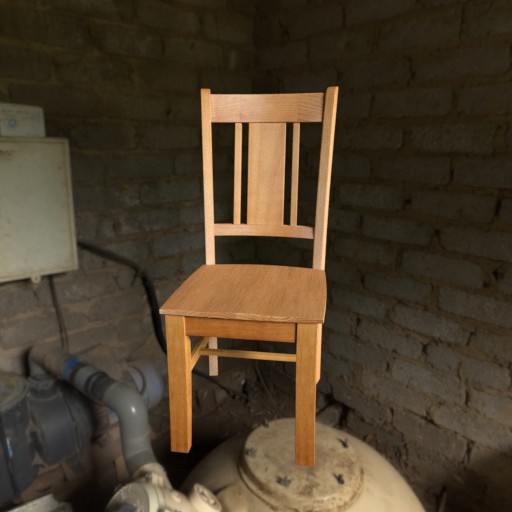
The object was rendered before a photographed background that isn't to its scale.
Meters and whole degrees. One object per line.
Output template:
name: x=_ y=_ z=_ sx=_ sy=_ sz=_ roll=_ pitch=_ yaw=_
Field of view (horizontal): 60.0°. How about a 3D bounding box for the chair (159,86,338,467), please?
chair: x=0.000 y=0.000 z=1.328 sx=0.450 sy=0.998 sz=0.556 roll=2 pitch=15 yaw=9
